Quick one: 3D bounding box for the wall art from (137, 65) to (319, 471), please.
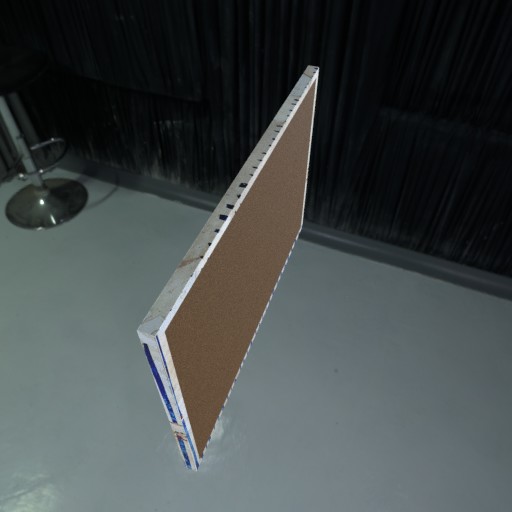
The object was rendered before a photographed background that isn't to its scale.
[{"bbox_3d":[0.000,0.000,1.155,0.030,0.609,0.919,15,49,14],"label":"wall art"}]
